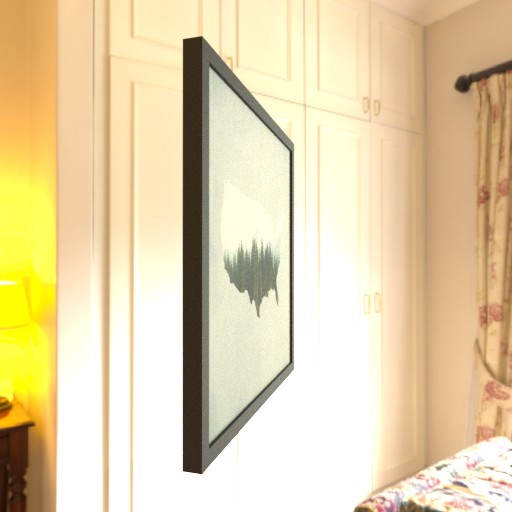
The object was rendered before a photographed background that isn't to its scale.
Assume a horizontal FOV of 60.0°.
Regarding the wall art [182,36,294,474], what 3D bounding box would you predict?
[{"bbox_3d":[0.000,0.000,1.140,0.038,0.763,0.763,0,0,17],"label":"wall art"}]
